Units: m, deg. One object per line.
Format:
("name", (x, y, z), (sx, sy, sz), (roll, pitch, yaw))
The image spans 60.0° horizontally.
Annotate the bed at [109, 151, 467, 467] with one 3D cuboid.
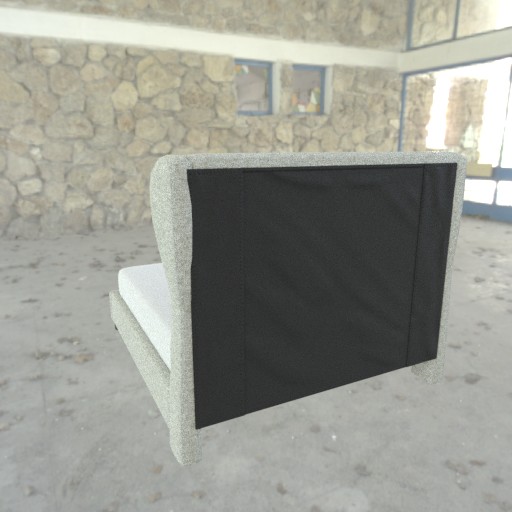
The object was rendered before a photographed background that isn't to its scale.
("bed", (0.000, 0.000, 3.830), (2.219, 1.771, 2.347), (-7, 16, -26))
